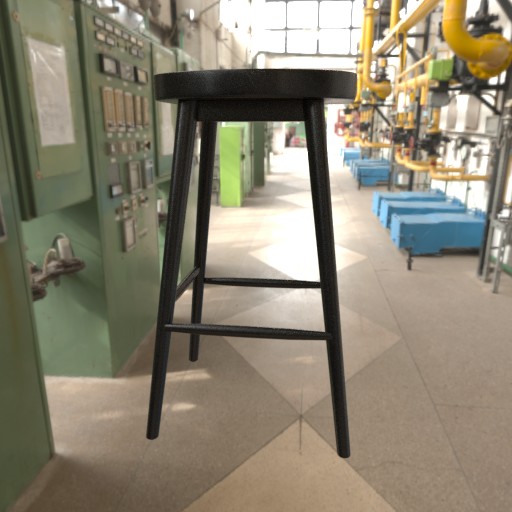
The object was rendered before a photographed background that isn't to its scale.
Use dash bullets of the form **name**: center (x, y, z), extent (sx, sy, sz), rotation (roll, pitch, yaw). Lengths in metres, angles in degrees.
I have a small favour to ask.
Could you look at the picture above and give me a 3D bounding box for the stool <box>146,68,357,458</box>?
- **stool**: center (0.000, 0.000, 0.999), extent (0.440, 0.749, 0.361), rotation (2, 17, 7)
